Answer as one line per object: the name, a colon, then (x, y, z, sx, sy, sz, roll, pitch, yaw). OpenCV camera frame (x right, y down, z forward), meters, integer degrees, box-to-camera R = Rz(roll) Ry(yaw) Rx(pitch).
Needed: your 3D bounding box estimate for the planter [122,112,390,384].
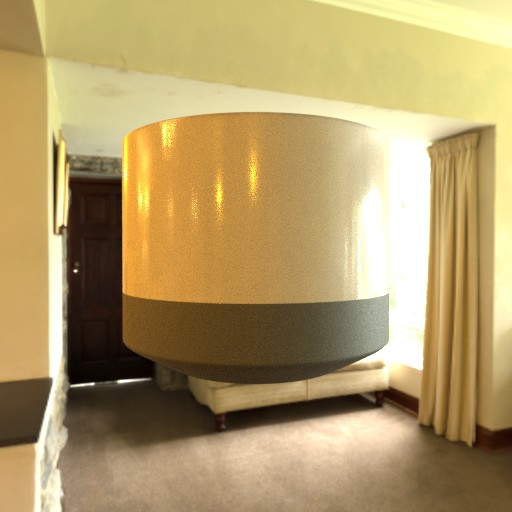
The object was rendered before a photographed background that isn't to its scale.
planter: (0.000, 0.000, 0.223, 0.128, 0.105, 0.128, 0, 1, 0)
